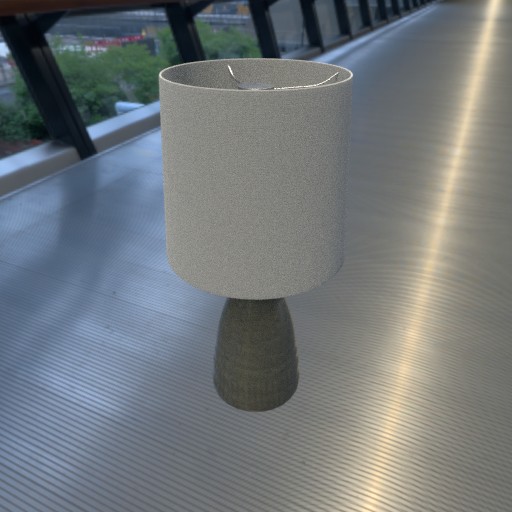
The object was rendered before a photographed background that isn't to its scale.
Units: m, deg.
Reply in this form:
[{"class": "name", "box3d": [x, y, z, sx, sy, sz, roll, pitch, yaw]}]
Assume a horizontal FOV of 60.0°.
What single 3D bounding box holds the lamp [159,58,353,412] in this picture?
[{"class": "lamp", "box3d": [0.000, 0.000, 0.475, 0.186, 0.369, 0.186, 0, 31, 0]}]
